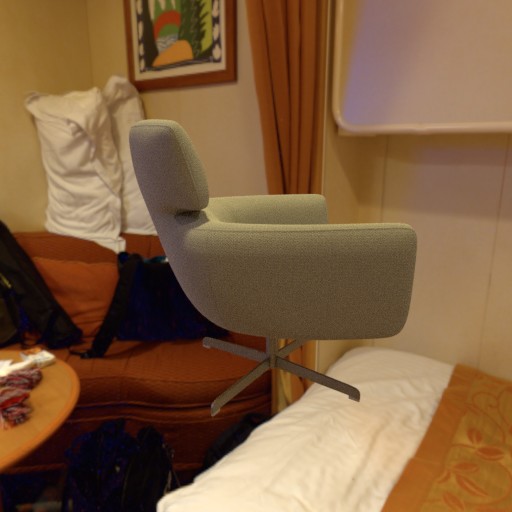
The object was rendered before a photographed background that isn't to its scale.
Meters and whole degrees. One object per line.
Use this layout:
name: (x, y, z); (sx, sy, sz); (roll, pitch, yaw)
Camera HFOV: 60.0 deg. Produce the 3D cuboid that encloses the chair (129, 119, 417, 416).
chair: (0.000, 0.000, 1.408); (0.730, 0.810, 0.760); (-2, 14, -9)
